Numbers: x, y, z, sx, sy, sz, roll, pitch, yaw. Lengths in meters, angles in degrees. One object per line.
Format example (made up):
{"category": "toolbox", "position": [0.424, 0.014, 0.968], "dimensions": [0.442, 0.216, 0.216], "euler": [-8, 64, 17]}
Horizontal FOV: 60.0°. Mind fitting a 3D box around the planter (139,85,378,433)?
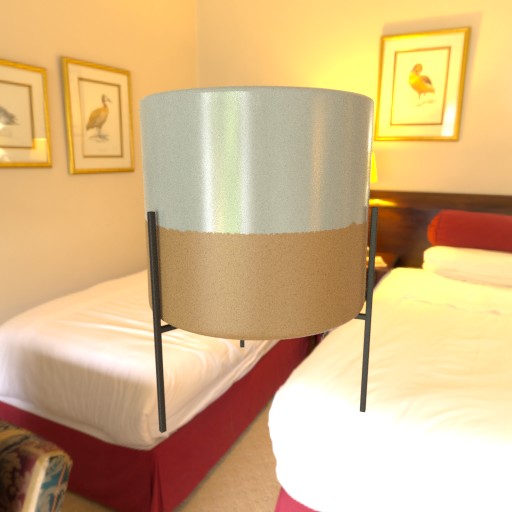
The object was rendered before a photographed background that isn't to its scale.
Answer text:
{"category": "planter", "position": [0.000, 0.000, 0.726], "dimensions": [0.348, 0.480, 0.360], "euler": [-2, 13, -10]}
